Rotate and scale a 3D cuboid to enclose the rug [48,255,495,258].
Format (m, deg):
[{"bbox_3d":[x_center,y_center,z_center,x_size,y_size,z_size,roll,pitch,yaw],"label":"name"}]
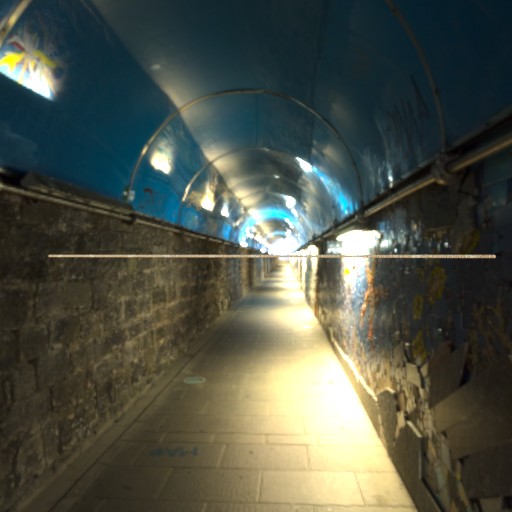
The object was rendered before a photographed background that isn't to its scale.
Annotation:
[{"bbox_3d":[0.000,0.000,2.490,2.289,0.013,0.691,0,0,19],"label":"rug"}]
